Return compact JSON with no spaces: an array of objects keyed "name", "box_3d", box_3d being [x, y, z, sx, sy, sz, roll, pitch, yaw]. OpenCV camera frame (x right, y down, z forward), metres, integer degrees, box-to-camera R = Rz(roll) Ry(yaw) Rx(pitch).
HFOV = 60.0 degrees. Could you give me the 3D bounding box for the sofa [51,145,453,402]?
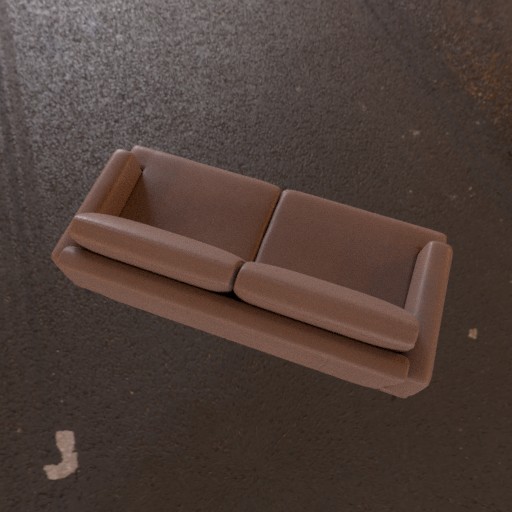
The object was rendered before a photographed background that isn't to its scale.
[{"name":"sofa","box_3d":[0.000,0.000,2.386,1.940,0.765,0.974,17,65,8]}]
